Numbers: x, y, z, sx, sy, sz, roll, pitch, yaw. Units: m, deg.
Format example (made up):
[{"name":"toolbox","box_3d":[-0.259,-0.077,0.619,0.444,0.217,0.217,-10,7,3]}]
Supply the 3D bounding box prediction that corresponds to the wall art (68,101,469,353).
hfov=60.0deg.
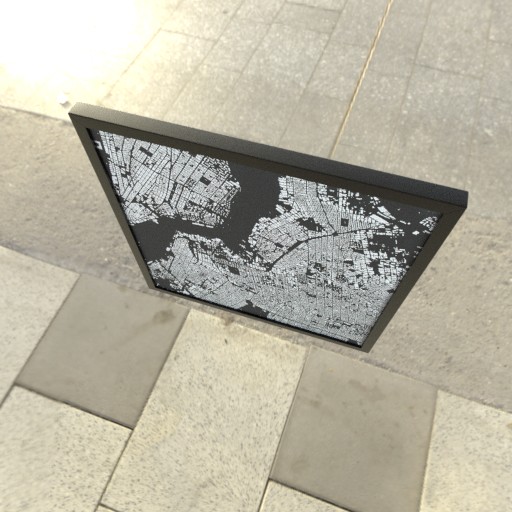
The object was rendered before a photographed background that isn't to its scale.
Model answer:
[{"name":"wall art","box_3d":[0.000,0.000,1.136,0.755,0.761,0.038,15,61,9]}]
